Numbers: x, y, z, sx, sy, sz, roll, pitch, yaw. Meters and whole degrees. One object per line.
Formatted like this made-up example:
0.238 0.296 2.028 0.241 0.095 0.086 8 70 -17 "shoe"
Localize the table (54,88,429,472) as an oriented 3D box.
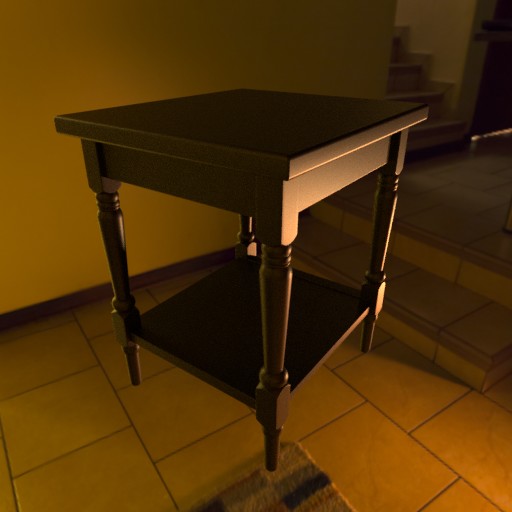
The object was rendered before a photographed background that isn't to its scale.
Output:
0.000 0.000 0.888 0.442 0.565 0.488 18 32 32 "table"
